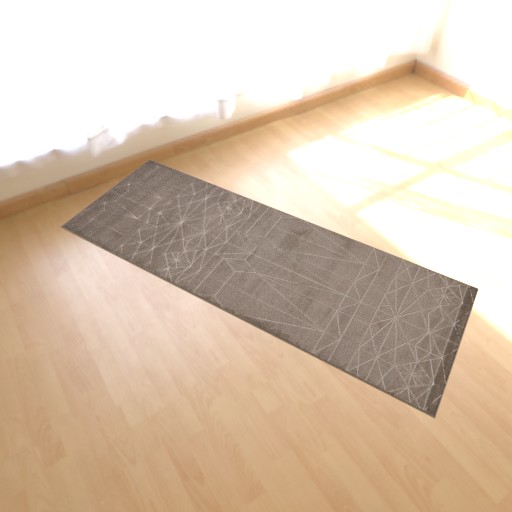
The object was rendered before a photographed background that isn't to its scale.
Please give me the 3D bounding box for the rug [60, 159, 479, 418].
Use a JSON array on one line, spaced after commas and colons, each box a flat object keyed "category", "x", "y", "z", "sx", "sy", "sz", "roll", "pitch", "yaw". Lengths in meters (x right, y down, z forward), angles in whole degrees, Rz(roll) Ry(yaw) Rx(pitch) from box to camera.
[{"category": "rug", "x": 0.000, "y": 0.000, "z": 2.646, "sx": 2.388, "sy": 0.012, "sz": 0.864, "roll": 24, "pitch": 51, "yaw": 21}]
